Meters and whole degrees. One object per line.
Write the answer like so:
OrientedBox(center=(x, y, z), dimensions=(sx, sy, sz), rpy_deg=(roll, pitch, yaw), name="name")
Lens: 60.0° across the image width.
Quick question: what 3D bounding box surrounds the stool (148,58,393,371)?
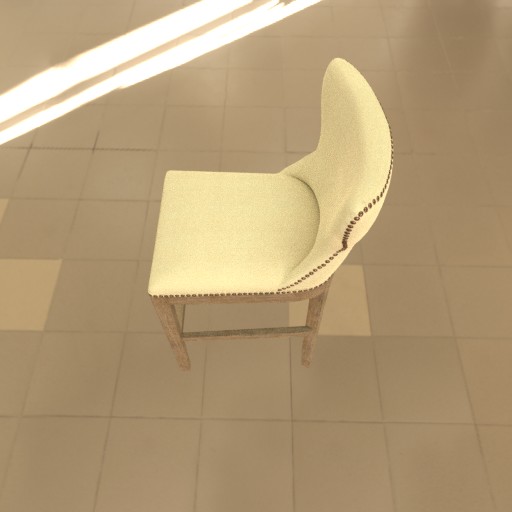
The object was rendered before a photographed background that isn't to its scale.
OrientedBox(center=(0.000, 0.000, 1.436), dimensions=(0.606, 1.123, 0.494), rpy_deg=(0, 59, 0), name="stool")
